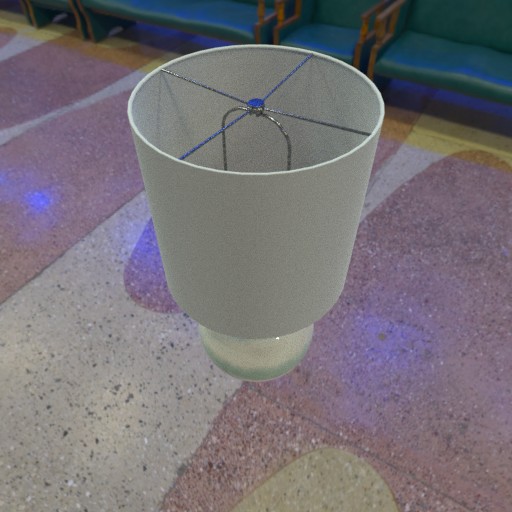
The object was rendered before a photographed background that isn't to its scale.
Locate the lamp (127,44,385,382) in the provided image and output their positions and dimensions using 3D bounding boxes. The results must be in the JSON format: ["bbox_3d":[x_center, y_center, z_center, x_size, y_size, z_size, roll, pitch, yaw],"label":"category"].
[{"bbox_3d":[0.000,0.000,0.529,0.217,0.404,0.217,25,52,21],"label":"lamp"}]
